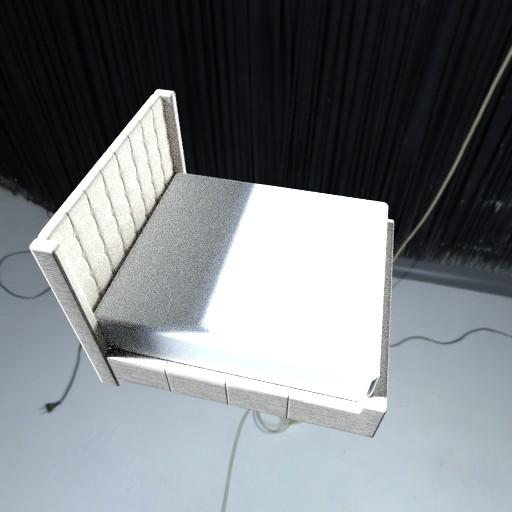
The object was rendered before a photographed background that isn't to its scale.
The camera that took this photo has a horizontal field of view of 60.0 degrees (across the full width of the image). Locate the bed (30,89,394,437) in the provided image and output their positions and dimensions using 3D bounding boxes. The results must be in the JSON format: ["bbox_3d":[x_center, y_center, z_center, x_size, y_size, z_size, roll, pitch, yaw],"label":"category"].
[{"bbox_3d":[0.000,0.000,3.779,2.370,1.743,2.045,10,48,9],"label":"bed"}]
